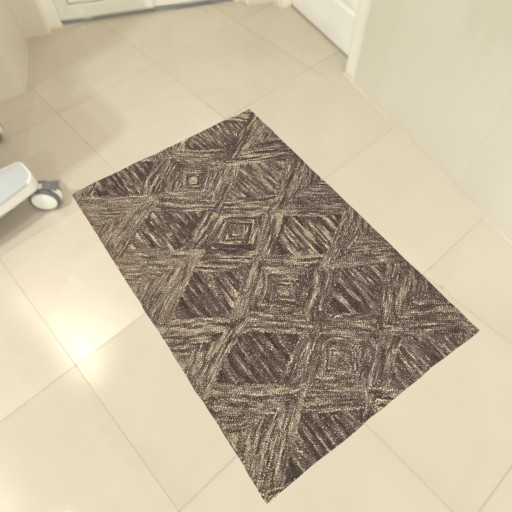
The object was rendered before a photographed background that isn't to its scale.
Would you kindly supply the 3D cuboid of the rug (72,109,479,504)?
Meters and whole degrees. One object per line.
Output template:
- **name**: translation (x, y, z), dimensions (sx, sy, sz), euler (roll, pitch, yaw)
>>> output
- **rug**: translation (0.000, 0.000, 2.205), dimensions (1.186, 0.012, 1.814), euler (-31, 63, -18)
